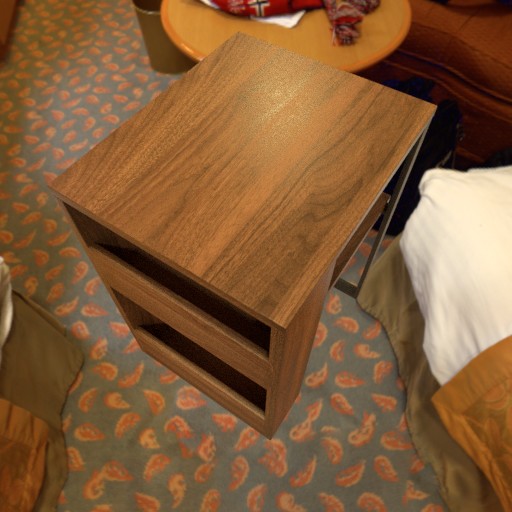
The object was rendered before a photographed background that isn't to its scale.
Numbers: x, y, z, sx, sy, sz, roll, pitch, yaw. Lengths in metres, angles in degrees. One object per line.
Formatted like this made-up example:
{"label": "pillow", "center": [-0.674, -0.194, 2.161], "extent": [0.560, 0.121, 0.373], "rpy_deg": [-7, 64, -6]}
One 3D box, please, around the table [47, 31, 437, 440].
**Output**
{"label": "table", "center": [0.000, 0.000, 1.556], "extent": [0.660, 1.041, 0.786], "rpy_deg": [29, 61, 18]}
